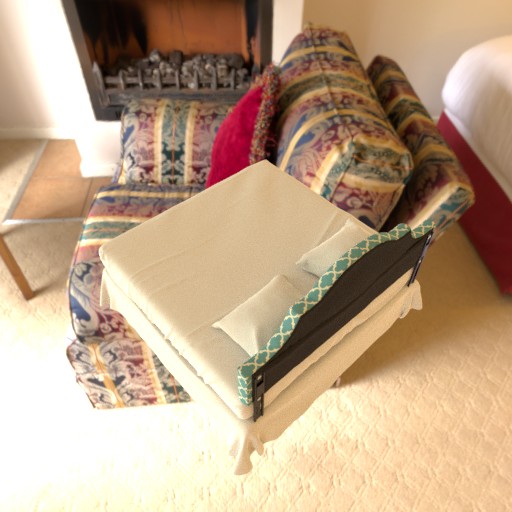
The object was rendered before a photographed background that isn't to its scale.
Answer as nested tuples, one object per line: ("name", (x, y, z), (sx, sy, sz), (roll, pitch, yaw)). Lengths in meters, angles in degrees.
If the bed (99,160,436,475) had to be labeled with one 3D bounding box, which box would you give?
("bed", (0.000, 0.000, 3.786), (2.314, 1.601, 2.222), (-33, 55, -27))
